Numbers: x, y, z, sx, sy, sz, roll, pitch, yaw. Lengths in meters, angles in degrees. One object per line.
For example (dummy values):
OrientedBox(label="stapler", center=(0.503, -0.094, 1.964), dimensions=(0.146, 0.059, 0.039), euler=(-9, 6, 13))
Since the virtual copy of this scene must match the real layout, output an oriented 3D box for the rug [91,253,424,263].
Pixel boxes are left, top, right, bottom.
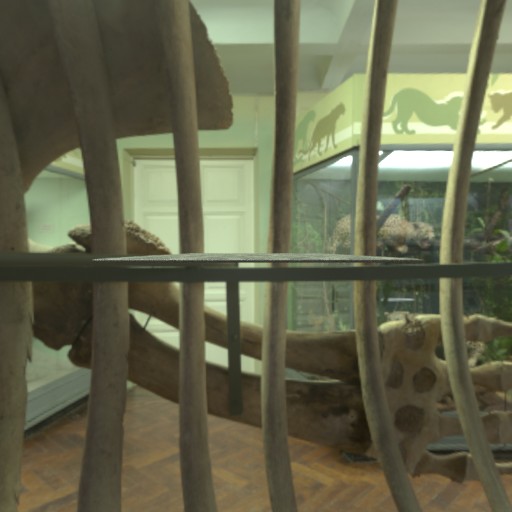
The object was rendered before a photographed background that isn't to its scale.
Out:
OrientedBox(label="rug", center=(0.000, 0.000, 1.409), dimensions=(0.604, 0.007, 1.219), euler=(0, 1, 0))
